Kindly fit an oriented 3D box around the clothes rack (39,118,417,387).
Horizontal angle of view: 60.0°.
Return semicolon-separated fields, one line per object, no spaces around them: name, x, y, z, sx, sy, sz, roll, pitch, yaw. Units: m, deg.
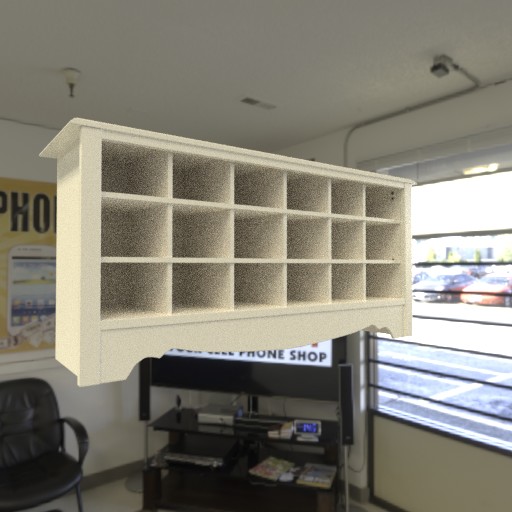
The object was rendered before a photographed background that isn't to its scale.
clothes rack;0.000;0.000;1.312;1.120;0.531;0.324;1;-1;-36
